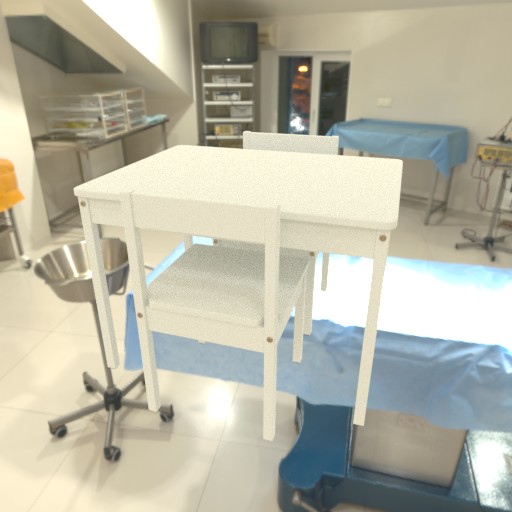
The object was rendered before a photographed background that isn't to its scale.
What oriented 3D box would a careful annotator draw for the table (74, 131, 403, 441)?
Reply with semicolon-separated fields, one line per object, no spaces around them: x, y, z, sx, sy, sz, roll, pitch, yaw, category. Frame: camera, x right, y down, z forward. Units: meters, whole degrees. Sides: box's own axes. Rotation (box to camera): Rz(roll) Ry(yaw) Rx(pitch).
0.000;0.000;1.127;0.650;0.503;0.672;8;26;16;table
